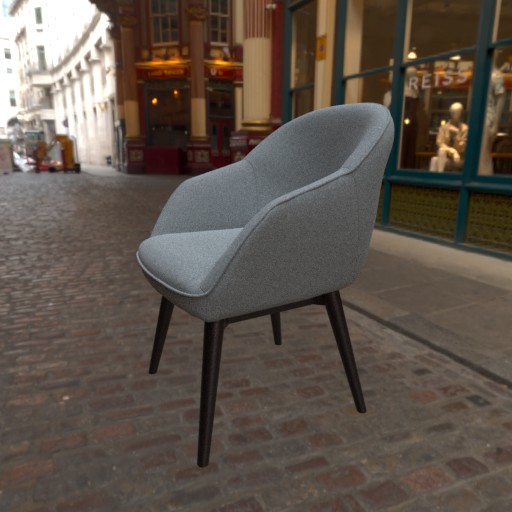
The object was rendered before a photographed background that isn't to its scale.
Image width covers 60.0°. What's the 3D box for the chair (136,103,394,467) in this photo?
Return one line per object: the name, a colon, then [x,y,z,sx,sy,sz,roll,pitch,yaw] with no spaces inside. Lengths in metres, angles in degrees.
chair: [0.000,0.000,1.214,0.611,0.810,0.589,-7,16,-26]
